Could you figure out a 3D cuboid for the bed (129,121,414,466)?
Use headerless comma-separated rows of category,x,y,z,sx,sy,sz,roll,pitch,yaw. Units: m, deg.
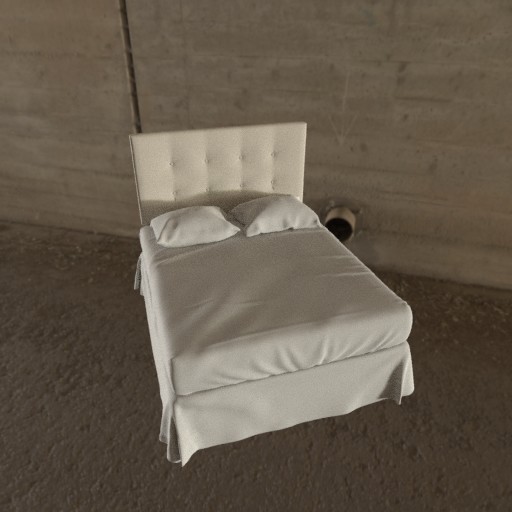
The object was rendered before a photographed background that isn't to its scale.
bed,0.000,0.000,3.536,1.936,1.577,2.222,-9,31,-15
